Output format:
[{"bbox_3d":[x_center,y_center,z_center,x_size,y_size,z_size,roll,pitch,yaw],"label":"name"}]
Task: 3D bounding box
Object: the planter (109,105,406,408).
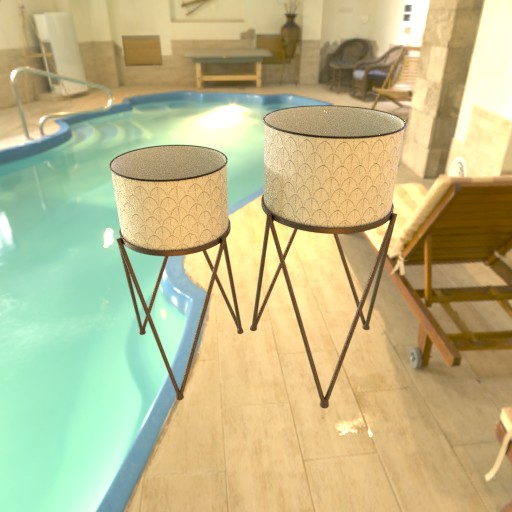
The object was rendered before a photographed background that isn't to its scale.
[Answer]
[{"bbox_3d":[0.000,0.000,1.196,0.769,0.712,0.413,0,29,-1],"label":"planter"}]
